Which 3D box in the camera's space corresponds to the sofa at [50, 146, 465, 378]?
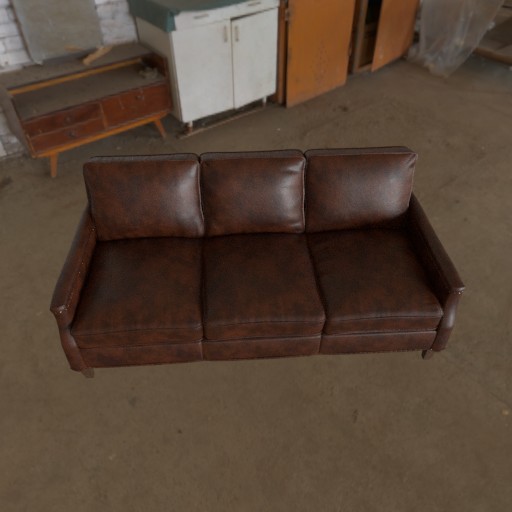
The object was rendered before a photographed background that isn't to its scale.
[{"bbox_3d":[0.000,0.000,2.761,2.240,1.003,1.084,-3,45,-3],"label":"sofa"}]
